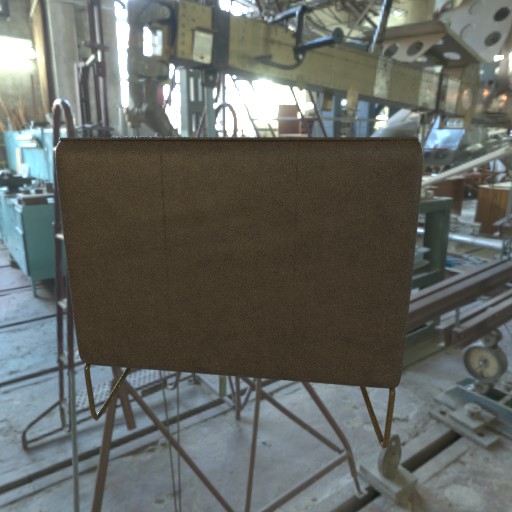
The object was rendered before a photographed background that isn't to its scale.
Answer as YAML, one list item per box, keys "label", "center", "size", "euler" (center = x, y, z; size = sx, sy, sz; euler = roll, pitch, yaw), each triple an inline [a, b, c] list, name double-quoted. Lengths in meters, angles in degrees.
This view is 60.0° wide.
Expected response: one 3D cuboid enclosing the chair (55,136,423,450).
- label: "chair"
  center: [0.000, 0.000, 1.510]
  size: [0.880, 0.790, 0.894]
  euler: [2, 16, 8]
